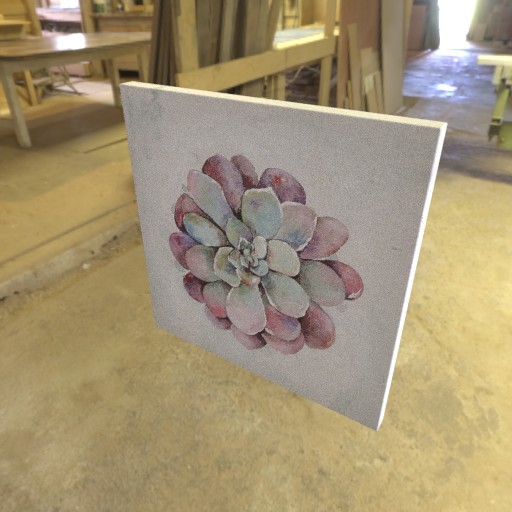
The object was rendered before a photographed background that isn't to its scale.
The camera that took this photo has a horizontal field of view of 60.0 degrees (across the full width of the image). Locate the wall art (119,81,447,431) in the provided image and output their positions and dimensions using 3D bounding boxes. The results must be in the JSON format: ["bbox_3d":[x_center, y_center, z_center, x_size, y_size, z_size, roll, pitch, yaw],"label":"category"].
[{"bbox_3d":[0.000,0.000,0.891,0.605,0.605,0.044,18,35,28],"label":"wall art"}]
